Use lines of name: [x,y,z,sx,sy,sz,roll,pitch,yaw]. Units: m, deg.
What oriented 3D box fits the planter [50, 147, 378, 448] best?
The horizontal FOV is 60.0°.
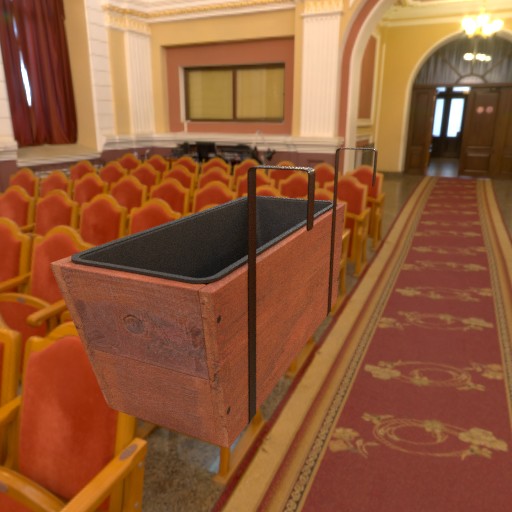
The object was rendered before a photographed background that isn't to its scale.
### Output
planter: [0.000,0.000,0.638,0.262,0.289,0.480,8,19,24]
